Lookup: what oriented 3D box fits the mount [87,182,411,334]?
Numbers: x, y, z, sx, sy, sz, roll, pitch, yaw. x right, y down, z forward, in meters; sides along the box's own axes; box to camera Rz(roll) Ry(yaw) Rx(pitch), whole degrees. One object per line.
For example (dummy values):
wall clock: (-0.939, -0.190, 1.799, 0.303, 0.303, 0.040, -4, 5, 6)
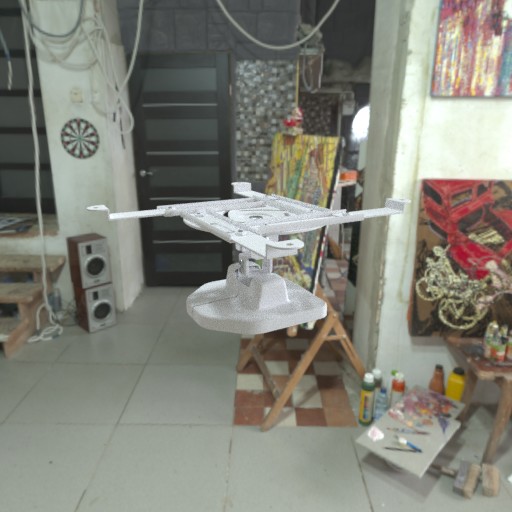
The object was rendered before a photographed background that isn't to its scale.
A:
mount: (0.000, 0.000, 0.592, 0.394, 0.141, 0.394, -9, 19, -27)
